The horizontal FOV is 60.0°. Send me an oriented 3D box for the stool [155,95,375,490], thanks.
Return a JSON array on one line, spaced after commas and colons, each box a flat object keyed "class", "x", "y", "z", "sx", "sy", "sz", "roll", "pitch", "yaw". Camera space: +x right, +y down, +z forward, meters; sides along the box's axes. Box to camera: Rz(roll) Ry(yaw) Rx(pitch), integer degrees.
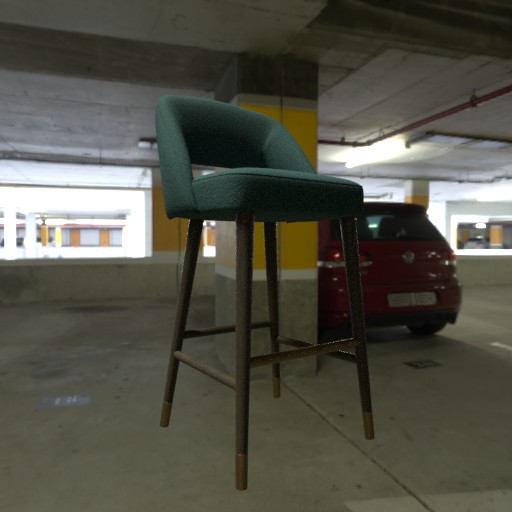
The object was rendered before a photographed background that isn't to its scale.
[{"class": "stool", "x": 0.000, "y": 0.000, "z": 1.314, "sx": 0.536, "sy": 1.032, "sz": 0.522, "roll": -1, "pitch": 2, "yaw": -36}]
